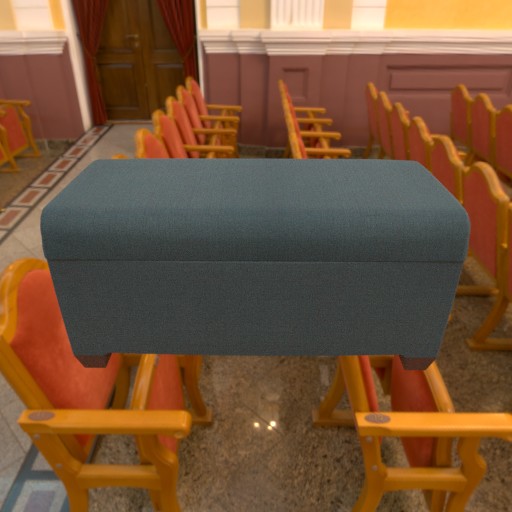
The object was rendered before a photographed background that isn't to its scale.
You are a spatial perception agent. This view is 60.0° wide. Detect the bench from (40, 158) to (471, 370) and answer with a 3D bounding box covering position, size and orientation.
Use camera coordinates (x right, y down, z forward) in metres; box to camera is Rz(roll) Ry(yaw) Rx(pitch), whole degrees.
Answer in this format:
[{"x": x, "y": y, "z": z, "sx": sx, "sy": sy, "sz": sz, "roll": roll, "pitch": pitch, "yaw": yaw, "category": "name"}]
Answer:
[{"x": 0.000, "y": 0.000, "z": 1.270, "sx": 0.995, "sy": 0.474, "sz": 0.476, "roll": 0, "pitch": 30, "yaw": 1, "category": "bench"}]
